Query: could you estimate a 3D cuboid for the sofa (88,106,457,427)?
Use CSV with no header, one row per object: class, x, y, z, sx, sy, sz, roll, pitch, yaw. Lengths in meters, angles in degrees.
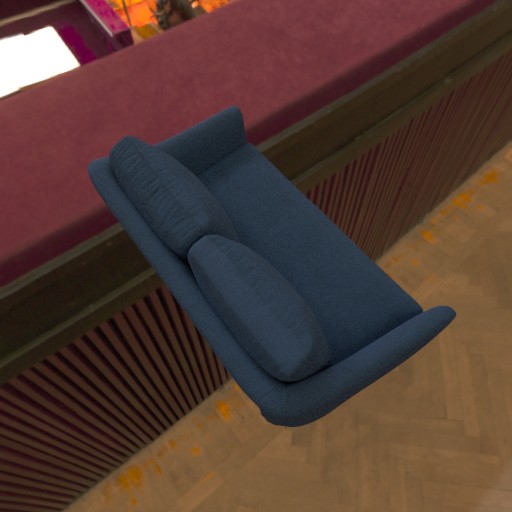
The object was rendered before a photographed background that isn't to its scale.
sofa,0.000,0.000,2.167,0.960,0.902,1.619,-33,64,-18
